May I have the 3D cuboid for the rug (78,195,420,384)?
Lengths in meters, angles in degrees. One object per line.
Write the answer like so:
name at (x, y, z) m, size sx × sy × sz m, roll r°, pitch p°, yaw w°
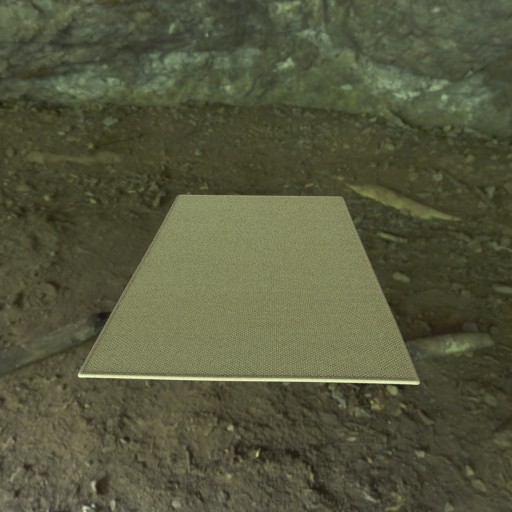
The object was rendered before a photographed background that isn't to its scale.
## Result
rug at (0.000, 0.000, 2.111) m, size 1.067 × 0.013 × 1.676 m, roll 1°, pitch 27°, yaw 2°
